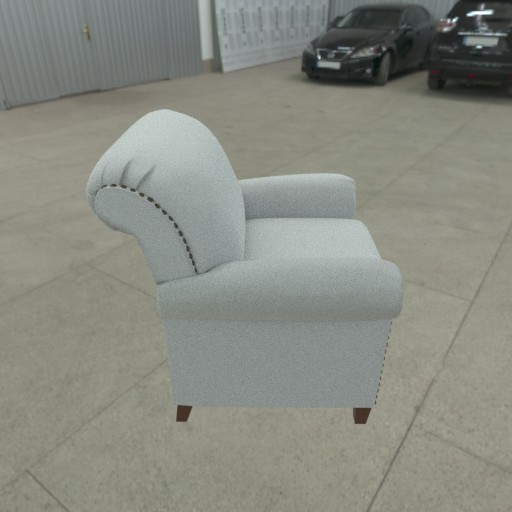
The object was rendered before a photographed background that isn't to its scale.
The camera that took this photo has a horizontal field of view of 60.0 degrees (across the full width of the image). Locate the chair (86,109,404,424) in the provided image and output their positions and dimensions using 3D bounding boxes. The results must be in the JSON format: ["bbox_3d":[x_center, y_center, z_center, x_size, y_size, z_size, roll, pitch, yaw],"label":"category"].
[{"bbox_3d":[0.000,0.000,1.588,0.890,0.927,0.854,0,30,0],"label":"chair"}]
